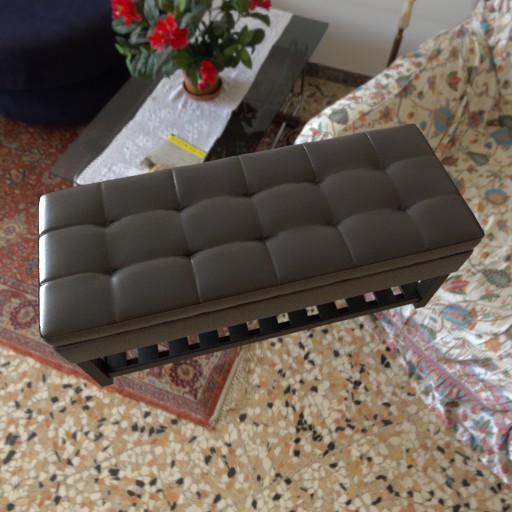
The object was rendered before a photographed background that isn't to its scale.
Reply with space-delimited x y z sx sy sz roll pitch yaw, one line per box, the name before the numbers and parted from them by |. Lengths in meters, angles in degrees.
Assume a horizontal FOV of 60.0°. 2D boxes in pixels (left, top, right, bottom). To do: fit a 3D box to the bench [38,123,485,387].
bench | 0.000 0.000 1.329 1.105 0.460 0.432 -12 60 -7
